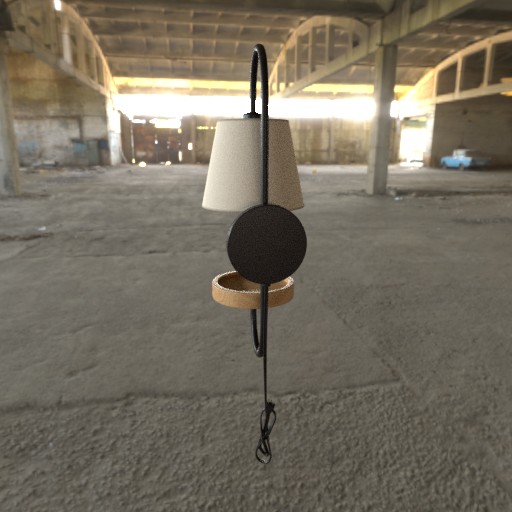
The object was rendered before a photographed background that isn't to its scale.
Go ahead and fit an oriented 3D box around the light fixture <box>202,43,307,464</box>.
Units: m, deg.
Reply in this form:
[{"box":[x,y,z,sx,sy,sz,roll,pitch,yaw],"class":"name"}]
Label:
[{"box":[0.000,0.000,0.945,0.220,0.821,0.299,-2,14,-9],"class":"light fixture"}]
